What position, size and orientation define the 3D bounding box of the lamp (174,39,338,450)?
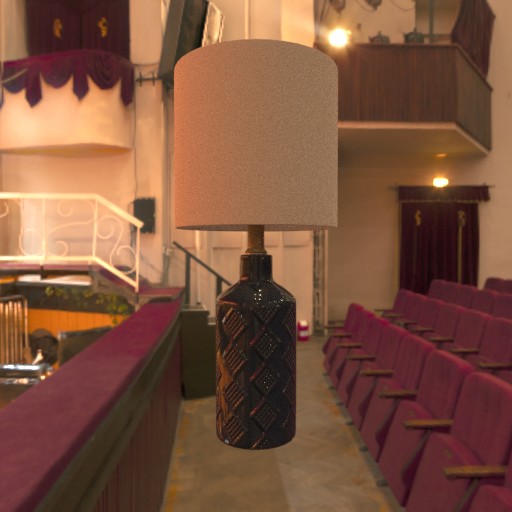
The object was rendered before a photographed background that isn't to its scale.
[{"bbox_3d":[0.000,0.000,0.573,0.207,0.461,0.207,0,1,1],"label":"lamp"}]
